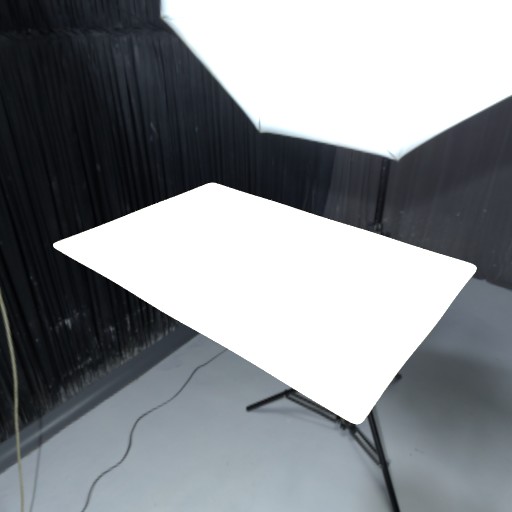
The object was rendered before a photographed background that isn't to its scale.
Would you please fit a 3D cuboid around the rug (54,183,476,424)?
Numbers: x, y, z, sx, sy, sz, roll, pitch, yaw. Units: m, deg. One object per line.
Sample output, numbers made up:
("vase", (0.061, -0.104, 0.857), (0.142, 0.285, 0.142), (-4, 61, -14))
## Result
("rug", (0.000, 0.000, 3.353), (2.698, 0.025, 1.798), (22, 37, 34))
